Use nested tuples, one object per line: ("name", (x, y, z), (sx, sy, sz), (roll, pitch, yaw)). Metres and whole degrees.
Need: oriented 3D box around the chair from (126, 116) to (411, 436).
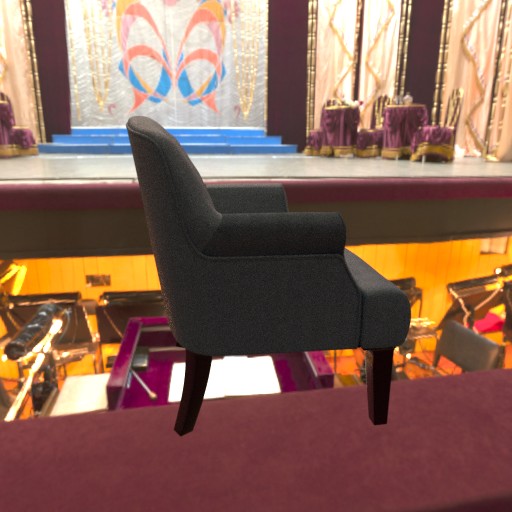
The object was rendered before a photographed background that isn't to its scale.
("chair", (0.000, 0.000, 1.462), (0.754, 0.878, 0.770), (-3, 16, -9))
